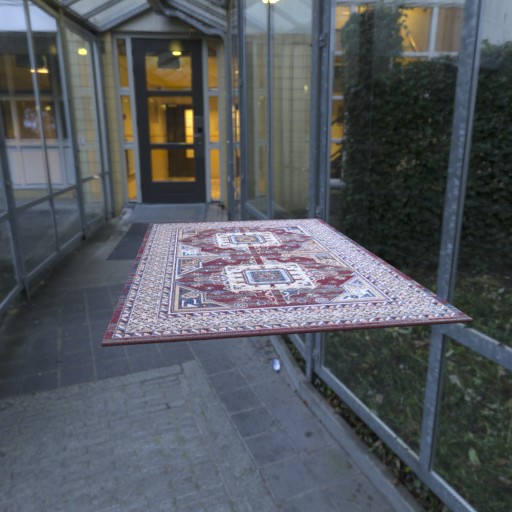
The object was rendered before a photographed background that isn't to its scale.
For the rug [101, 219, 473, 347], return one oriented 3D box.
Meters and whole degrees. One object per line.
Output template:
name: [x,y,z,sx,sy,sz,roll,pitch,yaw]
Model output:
rug: [0.000,0.000,5.716,3.033,0.033,4.578,-2,16,-8]
